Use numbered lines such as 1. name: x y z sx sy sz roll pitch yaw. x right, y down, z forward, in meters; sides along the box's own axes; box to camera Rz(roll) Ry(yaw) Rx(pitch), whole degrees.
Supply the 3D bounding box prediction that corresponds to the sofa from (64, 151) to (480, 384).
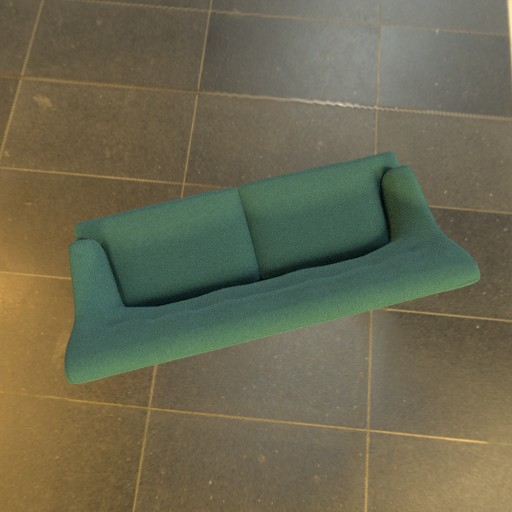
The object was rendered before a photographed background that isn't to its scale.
1. sofa: 0.000 0.000 2.549 2.057 0.871 0.978 -14 75 -4
